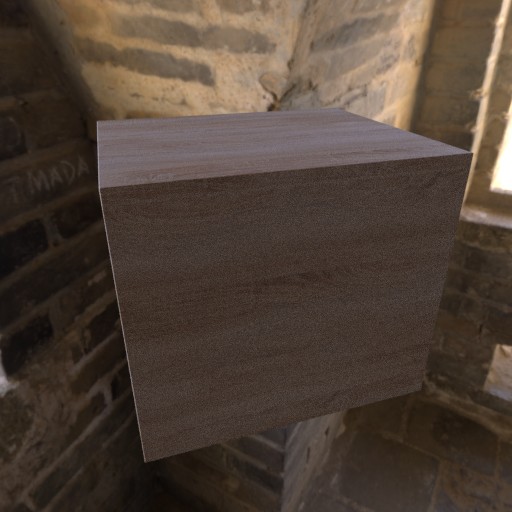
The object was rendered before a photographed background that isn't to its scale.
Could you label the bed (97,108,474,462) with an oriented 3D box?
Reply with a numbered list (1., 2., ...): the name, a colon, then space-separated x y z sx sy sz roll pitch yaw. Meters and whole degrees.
1. bed: 0.000 0.000 0.772 0.460 0.420 0.401 -8 28 -16
